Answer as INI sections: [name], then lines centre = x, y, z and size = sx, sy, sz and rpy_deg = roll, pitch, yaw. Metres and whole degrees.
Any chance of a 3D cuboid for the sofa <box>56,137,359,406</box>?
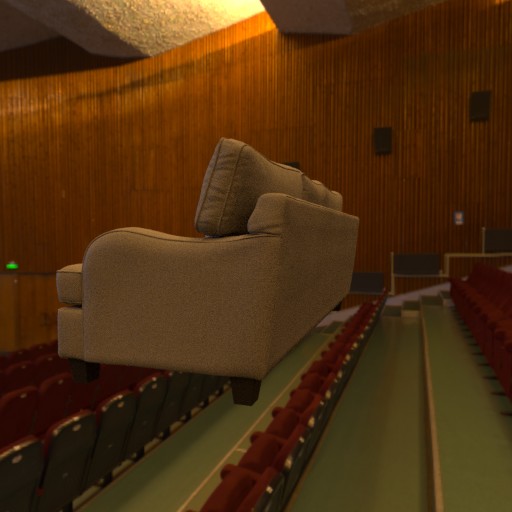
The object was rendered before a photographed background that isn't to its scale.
[sofa]
centre = 0.000, 0.000, 2.754
size = 1.016, 0.991, 2.323
rpy_deg = 1, 3, 19
